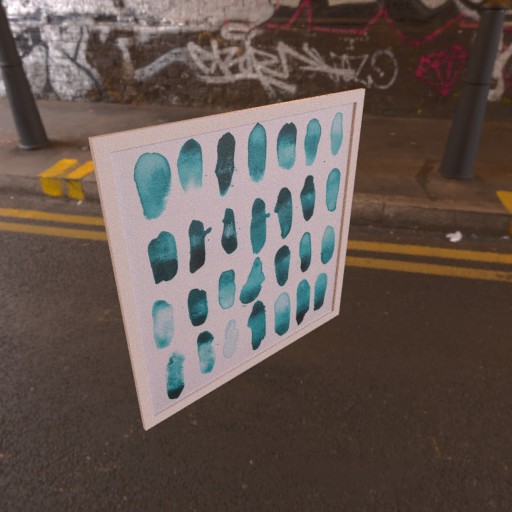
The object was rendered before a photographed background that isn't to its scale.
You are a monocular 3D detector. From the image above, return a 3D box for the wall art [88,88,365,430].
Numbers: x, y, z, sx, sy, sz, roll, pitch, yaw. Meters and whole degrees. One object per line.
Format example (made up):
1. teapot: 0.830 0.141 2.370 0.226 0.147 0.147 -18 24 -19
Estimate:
1. wall art: 0.000 0.000 1.257 0.812 0.813 0.013 -23 37 -34
